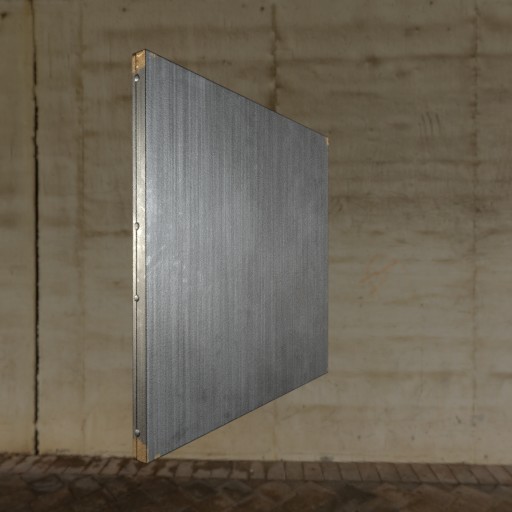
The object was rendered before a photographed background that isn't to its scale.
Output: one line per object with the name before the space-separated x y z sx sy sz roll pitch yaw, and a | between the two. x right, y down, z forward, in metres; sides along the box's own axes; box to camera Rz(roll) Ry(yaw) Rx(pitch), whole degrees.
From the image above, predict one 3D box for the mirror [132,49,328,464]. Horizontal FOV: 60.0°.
mirror | 0.000 0.000 0.567 0.020 0.381 0.382 0 1 35
